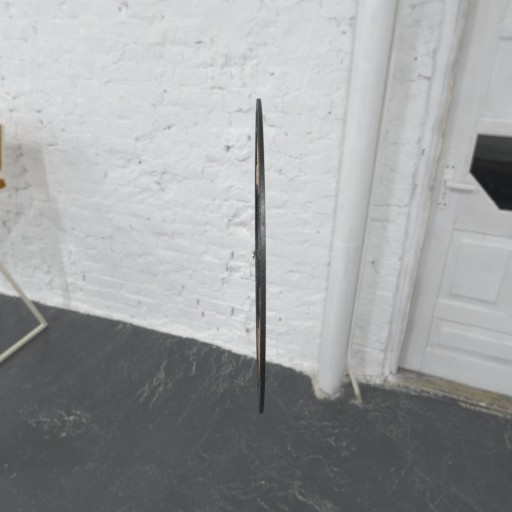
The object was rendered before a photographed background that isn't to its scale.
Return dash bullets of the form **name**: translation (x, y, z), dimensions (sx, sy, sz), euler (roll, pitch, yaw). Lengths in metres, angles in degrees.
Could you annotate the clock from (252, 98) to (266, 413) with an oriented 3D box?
- **clock**: translation (0.000, 0.000, 1.259), dimensions (0.025, 0.843, 0.843), euler (0, 27, -1)
